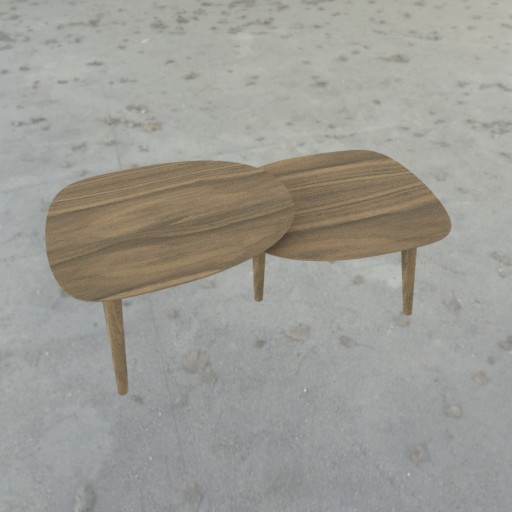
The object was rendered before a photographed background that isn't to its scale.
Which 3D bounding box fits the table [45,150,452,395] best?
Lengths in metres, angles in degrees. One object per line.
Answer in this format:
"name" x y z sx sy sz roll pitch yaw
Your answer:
"table" 0.000 0.000 1.350 1.084 0.429 0.527 -12 43 -13
